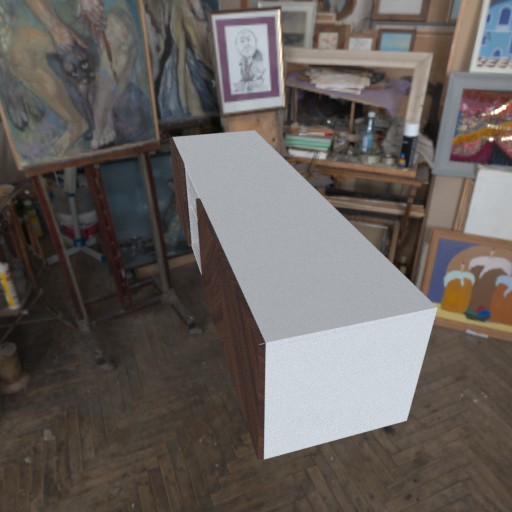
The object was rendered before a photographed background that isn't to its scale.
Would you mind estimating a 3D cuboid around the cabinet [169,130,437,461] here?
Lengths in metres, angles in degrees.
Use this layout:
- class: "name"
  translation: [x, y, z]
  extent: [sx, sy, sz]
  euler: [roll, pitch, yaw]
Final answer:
- class: "cabinet"
  translation: [0.000, 0.000, 1.720]
  extent: [0.431, 0.533, 1.499]
  euler: [-9, 33, -14]
